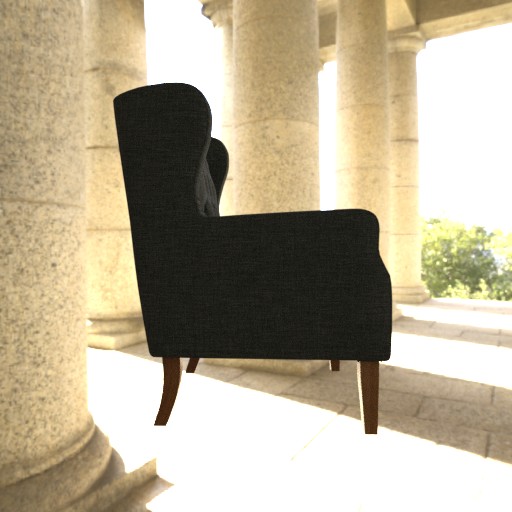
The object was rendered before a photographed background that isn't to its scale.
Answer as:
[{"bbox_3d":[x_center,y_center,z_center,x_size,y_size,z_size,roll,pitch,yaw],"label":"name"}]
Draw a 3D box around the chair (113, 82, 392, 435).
[{"bbox_3d":[0.000,0.000,1.508,0.775,0.953,0.711,0,2,1],"label":"chair"}]
